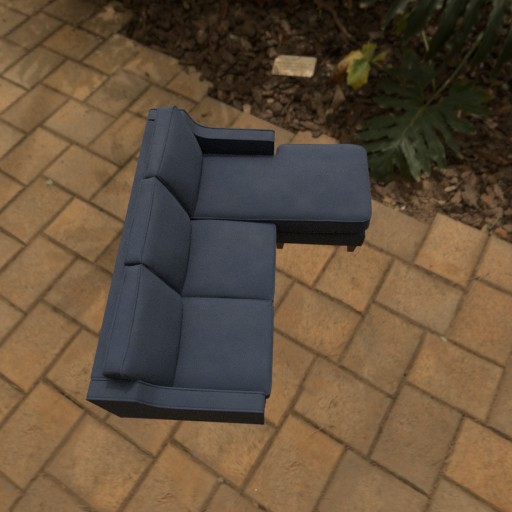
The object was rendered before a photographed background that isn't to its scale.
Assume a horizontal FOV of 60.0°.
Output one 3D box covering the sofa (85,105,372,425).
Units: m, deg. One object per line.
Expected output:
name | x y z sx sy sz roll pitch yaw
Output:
sofa | 0.000 0.000 3.355 1.858 1.066 2.317 2 62 1
